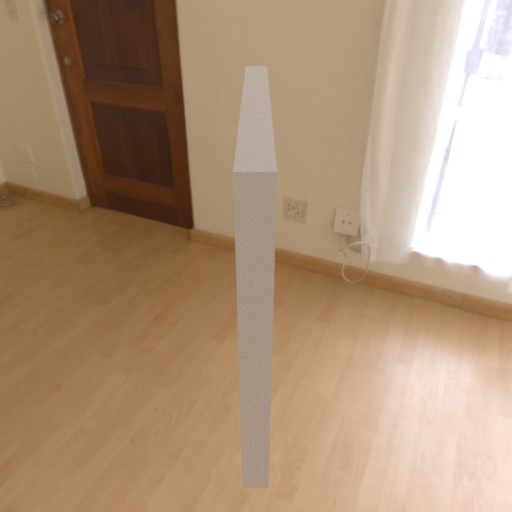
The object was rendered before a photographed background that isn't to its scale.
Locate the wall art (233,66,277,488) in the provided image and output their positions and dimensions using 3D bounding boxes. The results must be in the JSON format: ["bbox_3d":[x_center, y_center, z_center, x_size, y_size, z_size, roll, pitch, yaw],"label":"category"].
[{"bbox_3d":[0.000,0.000,0.520,0.027,0.355,0.355,0,33,0],"label":"wall art"}]
